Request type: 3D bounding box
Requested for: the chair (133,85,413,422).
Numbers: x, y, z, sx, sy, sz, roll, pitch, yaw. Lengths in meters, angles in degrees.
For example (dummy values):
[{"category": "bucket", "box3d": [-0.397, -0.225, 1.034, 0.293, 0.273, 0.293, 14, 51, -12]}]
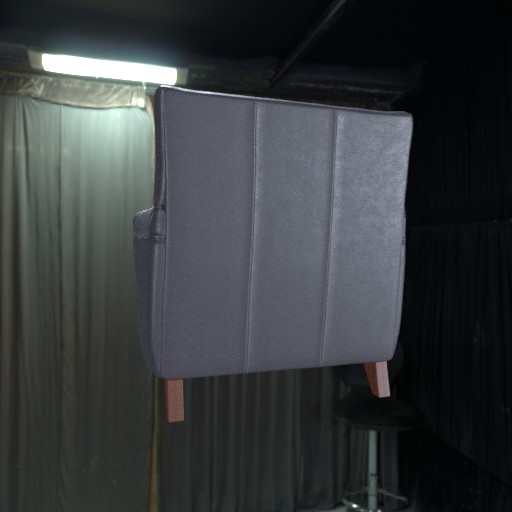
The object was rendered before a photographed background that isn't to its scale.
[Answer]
[{"category": "chair", "box3d": [0.000, 0.000, 1.679, 0.870, 0.943, 0.825, 0, 1, -18]}]
